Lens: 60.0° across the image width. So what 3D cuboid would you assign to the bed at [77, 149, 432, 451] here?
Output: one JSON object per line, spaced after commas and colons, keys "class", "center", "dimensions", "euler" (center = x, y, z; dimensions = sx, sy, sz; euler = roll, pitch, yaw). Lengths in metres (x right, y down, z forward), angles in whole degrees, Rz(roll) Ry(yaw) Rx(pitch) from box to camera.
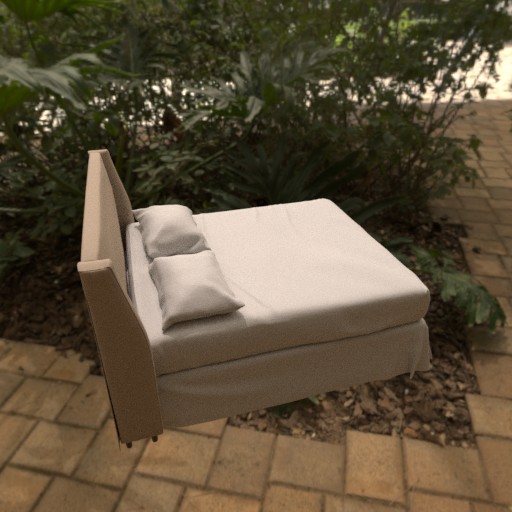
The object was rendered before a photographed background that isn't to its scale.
{"class": "bed", "center": [0.000, 0.000, 3.389], "dimensions": [2.276, 1.332, 1.925], "euler": [-9, 32, -14]}
